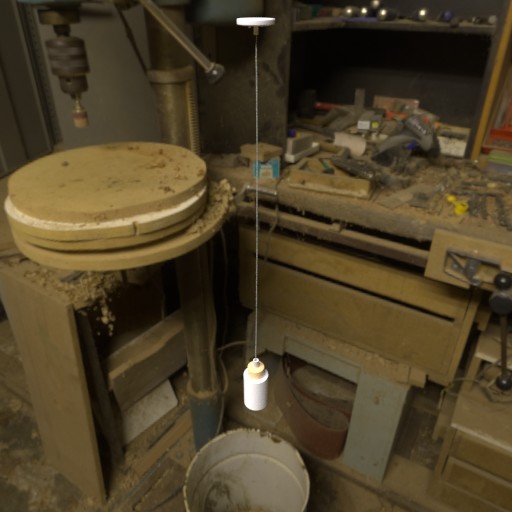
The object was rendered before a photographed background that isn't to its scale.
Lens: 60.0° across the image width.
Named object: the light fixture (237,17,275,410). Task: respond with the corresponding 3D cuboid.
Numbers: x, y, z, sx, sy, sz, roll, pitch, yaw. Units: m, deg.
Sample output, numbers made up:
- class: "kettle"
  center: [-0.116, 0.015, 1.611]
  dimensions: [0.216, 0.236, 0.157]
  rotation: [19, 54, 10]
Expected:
- class: "light fixture"
  center: [0.000, 0.000, 1.902]
  dimensions: [0.125, 1.798, 0.125]
  rotation: [19, 35, 28]
